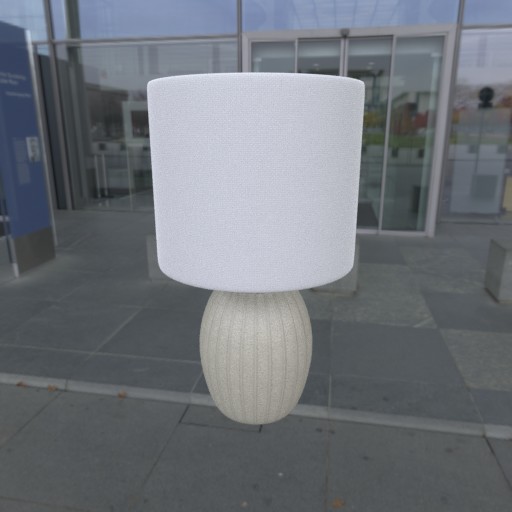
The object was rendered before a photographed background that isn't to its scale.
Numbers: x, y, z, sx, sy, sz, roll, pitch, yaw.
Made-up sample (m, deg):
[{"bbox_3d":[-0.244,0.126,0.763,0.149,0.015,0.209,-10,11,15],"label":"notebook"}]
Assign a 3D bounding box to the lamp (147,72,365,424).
[{"bbox_3d":[0.000,0.000,0.760,0.329,0.570,0.329,7,18,24],"label":"lamp"}]
